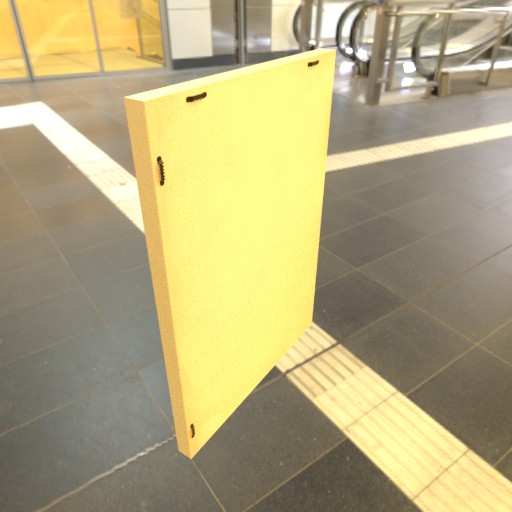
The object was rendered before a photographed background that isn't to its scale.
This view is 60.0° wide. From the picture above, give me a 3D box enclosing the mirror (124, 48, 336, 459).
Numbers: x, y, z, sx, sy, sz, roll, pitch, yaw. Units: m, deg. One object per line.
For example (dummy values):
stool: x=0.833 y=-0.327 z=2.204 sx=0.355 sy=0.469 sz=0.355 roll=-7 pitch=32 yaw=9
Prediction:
mirror: x=0.000 y=0.000 z=0.897 sx=0.040 sy=0.710 sz=0.507 roll=21 pitch=38 yaw=29
